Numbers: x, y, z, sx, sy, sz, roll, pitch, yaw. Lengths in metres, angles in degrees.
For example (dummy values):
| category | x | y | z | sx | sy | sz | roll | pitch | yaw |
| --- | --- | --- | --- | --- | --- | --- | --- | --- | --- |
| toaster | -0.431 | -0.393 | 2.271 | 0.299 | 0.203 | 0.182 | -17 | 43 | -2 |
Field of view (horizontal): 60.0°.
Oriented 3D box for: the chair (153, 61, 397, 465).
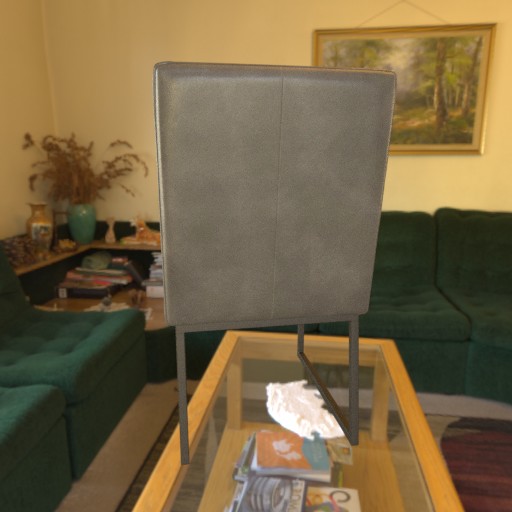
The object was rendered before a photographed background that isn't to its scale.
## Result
| category | x | y | z | sx | sy | sz | roll | pitch | yaw |
| --- | --- | --- | --- | --- | --- | --- | --- | --- | --- |
| chair | 0.000 | 0.000 | 1.278 | 0.520 | 0.930 | 0.634 | -2 | 13 | -9 |
